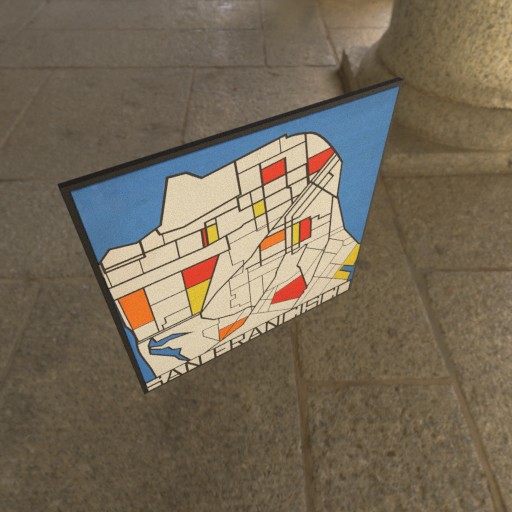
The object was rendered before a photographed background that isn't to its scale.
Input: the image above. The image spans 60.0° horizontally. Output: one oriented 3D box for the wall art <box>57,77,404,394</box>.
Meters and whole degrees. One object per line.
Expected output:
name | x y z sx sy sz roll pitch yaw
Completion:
wall art | 0.000 0.000 0.999 0.664 0.663 0.015 -23 52 -20
